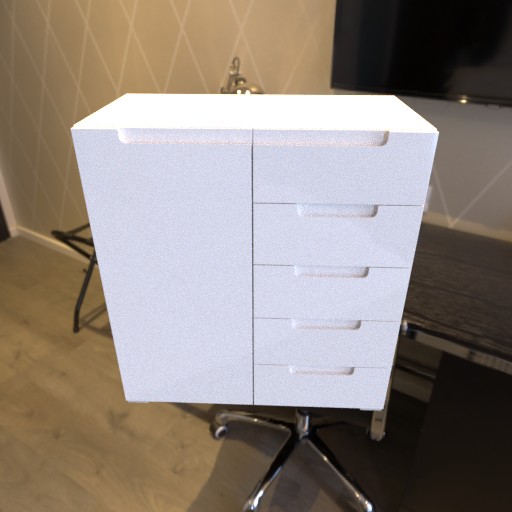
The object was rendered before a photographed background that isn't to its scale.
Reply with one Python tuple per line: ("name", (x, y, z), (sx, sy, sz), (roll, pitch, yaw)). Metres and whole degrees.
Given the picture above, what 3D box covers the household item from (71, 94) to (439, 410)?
("household item", (0.000, 0.000, 1.356), (0.800, 0.870, 0.420), (1, 30, 2))
